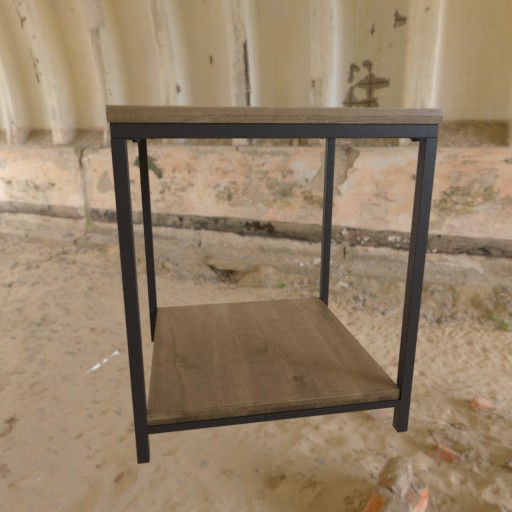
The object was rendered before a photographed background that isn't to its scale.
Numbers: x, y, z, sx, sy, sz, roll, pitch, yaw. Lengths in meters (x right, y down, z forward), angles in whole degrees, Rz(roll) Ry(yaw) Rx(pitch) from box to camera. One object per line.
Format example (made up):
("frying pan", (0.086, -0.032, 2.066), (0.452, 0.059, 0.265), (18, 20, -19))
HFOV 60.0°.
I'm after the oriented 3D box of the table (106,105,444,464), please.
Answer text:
("table", (0.000, 0.000, 0.966), (0.507, 0.589, 0.503), (-3, 16, -10))
